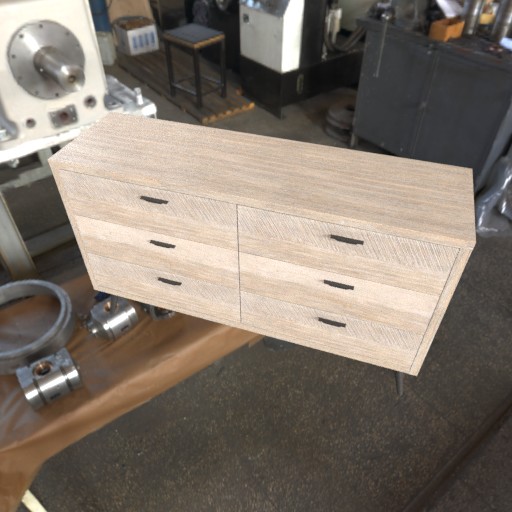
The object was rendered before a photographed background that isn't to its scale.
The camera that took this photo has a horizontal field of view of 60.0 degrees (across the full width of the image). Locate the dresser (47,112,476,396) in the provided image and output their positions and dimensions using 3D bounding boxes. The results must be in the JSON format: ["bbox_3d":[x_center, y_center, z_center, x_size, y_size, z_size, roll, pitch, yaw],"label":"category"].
[{"bbox_3d":[0.000,0.000,1.956,1.524,0.914,0.457,13,44,14],"label":"dresser"}]
